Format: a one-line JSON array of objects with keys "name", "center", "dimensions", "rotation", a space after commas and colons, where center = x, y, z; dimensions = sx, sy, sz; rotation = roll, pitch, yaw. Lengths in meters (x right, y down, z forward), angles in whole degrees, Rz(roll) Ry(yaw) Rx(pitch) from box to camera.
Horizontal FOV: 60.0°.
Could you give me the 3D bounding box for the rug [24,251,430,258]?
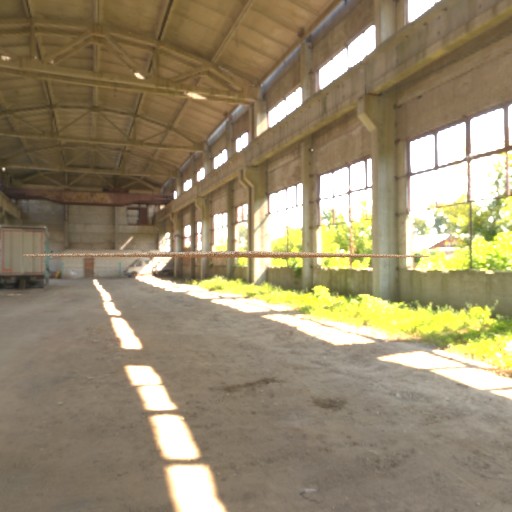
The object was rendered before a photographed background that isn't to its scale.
[{"name": "rug", "center": [0.000, 0.000, 2.780], "dimensions": [1.566, 0.013, 2.141], "rotation": [0, -1, 36]}]
